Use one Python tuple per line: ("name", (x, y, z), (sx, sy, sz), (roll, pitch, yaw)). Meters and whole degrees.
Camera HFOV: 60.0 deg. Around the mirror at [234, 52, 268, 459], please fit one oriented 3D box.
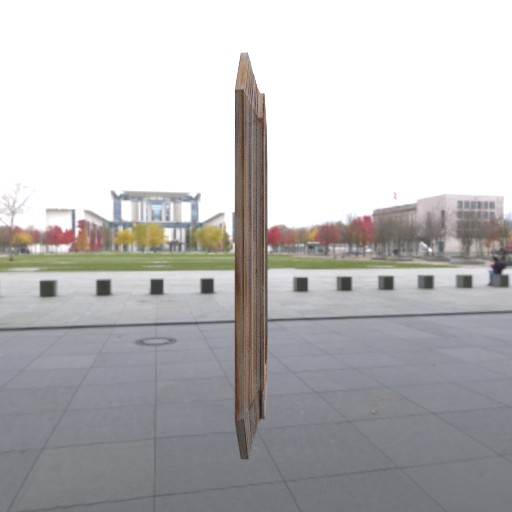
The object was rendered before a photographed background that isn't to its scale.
("mirror", (0.000, 0.000, 1.296), (0.061, 1.015, 0.709), (0, 1, 2))
